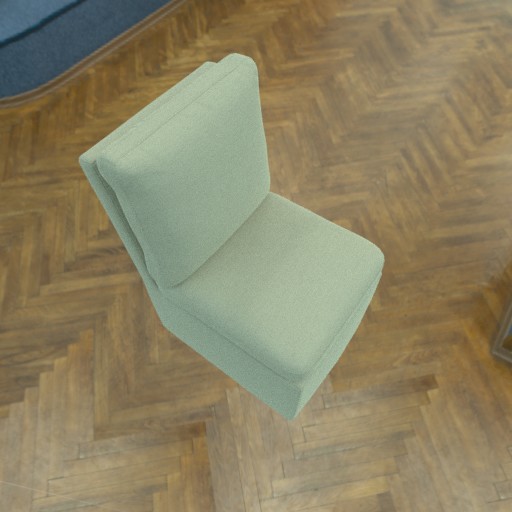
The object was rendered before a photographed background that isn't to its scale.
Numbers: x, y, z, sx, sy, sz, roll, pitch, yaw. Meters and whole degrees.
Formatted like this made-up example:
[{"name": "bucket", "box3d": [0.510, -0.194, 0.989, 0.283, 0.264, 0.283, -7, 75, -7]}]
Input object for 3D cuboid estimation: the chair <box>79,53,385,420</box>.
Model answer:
[{"name": "chair", "box3d": [0.000, 0.000, 1.344, 0.698, 0.927, 0.503, 32, 62, 19]}]
